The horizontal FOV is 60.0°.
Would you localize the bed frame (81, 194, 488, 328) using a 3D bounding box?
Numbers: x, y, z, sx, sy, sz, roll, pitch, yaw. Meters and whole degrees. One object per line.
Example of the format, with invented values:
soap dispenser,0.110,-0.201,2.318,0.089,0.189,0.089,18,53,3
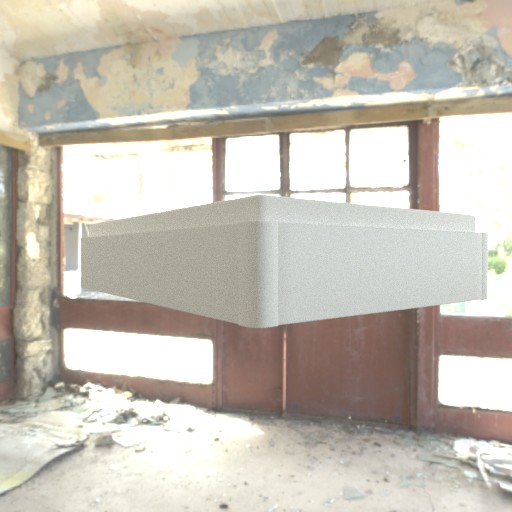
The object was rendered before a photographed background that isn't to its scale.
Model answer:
bed frame,0.000,0.000,2.469,1.400,0.406,1.900,0,1,-36
